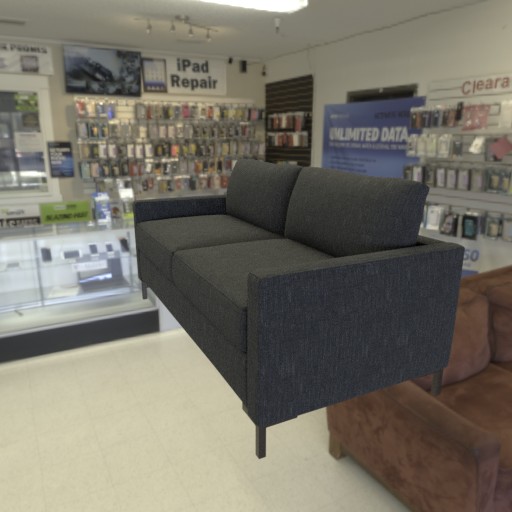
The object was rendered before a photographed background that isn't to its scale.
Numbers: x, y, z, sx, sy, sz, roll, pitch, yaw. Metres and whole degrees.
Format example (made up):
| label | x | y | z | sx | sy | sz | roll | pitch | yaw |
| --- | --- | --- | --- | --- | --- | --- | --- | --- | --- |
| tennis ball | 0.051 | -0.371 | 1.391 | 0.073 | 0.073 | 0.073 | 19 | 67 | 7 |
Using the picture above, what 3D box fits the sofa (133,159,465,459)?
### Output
| label | x | y | z | sx | sy | sz | roll | pitch | yaw |
| --- | --- | --- | --- | --- | --- | --- | --- | --- | --- |
| sofa | 0.000 | 0.000 | 2.190 | 0.866 | 0.862 | 1.716 | -8 | 17 | -26 |
